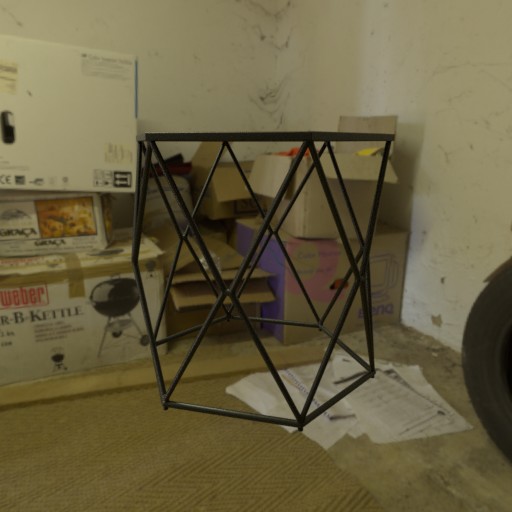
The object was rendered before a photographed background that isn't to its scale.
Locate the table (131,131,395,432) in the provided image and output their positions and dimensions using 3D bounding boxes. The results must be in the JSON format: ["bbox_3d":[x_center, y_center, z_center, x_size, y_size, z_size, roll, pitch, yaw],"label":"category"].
[{"bbox_3d":[0.000,0.000,1.064,0.579,0.564,0.578,13,19,42],"label":"table"}]
